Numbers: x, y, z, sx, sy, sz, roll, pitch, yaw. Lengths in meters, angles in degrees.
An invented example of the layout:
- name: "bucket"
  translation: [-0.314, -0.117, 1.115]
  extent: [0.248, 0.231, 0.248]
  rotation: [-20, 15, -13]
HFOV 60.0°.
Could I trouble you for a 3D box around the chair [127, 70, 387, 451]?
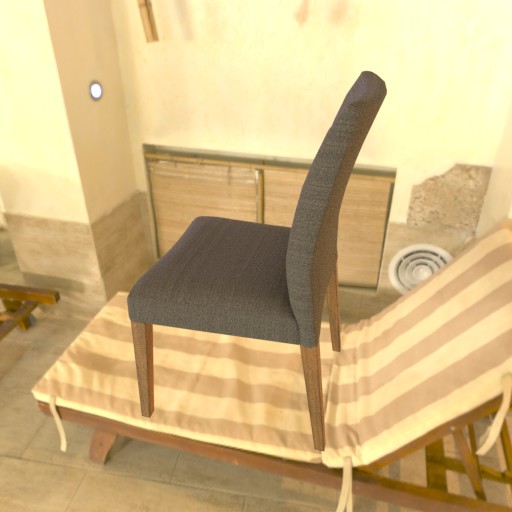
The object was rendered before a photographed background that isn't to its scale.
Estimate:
- name: "chair"
  translation: [0.000, 0.000, 1.251]
  extent: [0.585, 0.940, 0.496]
  rotation: [8, 31, 13]
